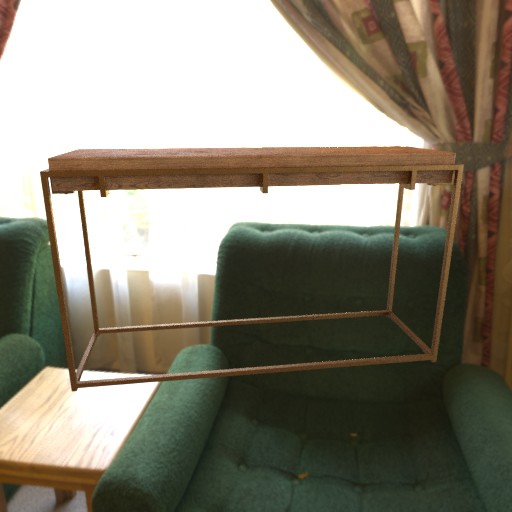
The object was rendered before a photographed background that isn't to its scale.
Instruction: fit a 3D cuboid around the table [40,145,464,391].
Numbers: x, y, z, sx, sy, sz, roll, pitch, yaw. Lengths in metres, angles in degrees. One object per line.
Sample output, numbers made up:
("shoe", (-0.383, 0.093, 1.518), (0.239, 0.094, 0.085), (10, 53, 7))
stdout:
("table", (0.000, 0.000, 1.769), (1.400, 0.820, 0.440), (-2, 18, -8))
